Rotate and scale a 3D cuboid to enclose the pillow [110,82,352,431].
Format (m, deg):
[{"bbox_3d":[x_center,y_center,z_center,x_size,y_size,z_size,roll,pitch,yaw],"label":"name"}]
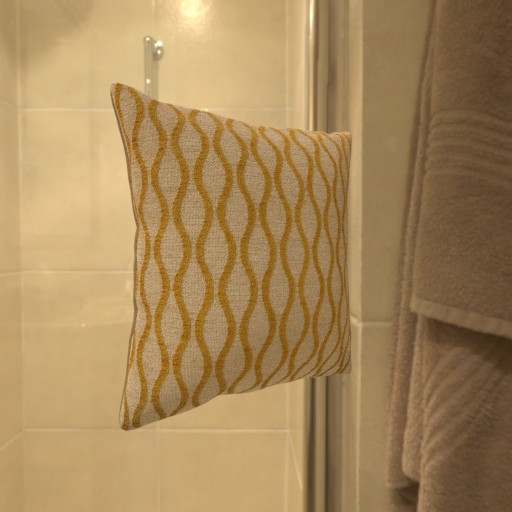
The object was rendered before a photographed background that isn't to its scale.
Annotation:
[{"bbox_3d":[0.000,0.000,0.667,0.429,0.436,0.159,-1,2,-37],"label":"pillow"}]
